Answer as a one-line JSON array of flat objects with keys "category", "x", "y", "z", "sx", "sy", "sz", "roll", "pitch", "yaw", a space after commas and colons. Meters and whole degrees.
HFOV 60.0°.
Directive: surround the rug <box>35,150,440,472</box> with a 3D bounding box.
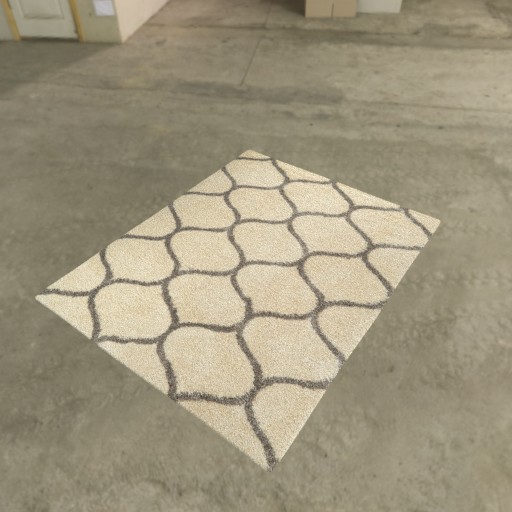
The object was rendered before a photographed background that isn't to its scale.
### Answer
[{"category": "rug", "x": 0.000, "y": 0.000, "z": 4.054, "sx": 2.399, "sy": 0.026, "sz": 3.000, "roll": 26, "pitch": 49, "yaw": 25}]
